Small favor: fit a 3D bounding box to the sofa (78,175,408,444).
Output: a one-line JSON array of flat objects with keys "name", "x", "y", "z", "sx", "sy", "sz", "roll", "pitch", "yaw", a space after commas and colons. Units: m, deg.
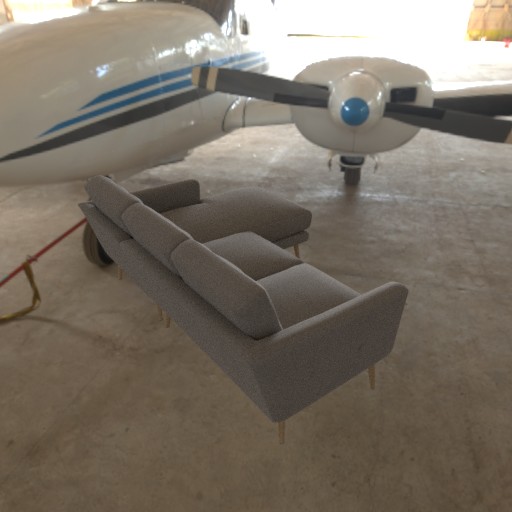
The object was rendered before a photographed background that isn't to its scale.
[{"name": "sofa", "x": 0.000, "y": 0.000, "z": 2.807, "sx": 1.530, "sy": 0.860, "sz": 2.040, "roll": -20, "pitch": 34, "yaw": -32}]
